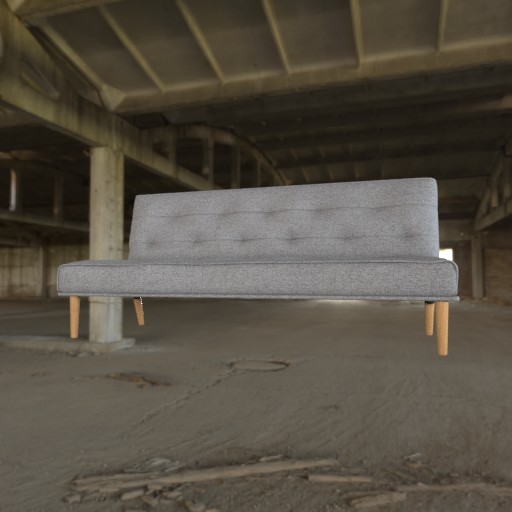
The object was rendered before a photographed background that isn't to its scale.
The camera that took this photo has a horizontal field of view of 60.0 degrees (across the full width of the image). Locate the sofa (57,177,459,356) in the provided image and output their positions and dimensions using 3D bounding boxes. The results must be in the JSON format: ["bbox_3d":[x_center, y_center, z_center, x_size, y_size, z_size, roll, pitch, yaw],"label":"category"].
[{"bbox_3d":[0.000,0.000,2.289,1.820,0.830,0.810,-1,-3,17],"label":"sofa"}]
